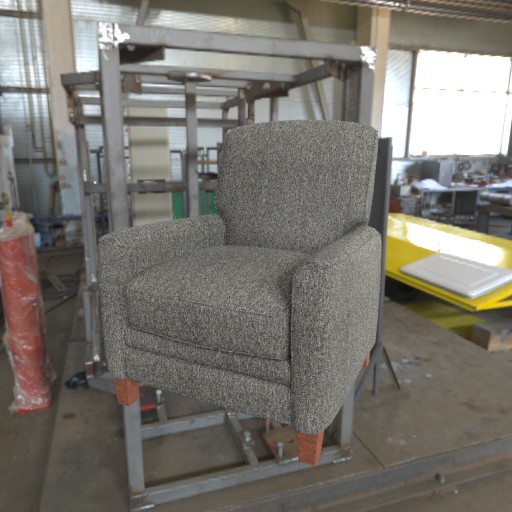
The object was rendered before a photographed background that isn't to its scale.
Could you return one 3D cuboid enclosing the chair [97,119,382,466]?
[{"bbox_3d":[0.000,0.000,1.646,0.848,1.014,0.864,7,15,25],"label":"chair"}]
